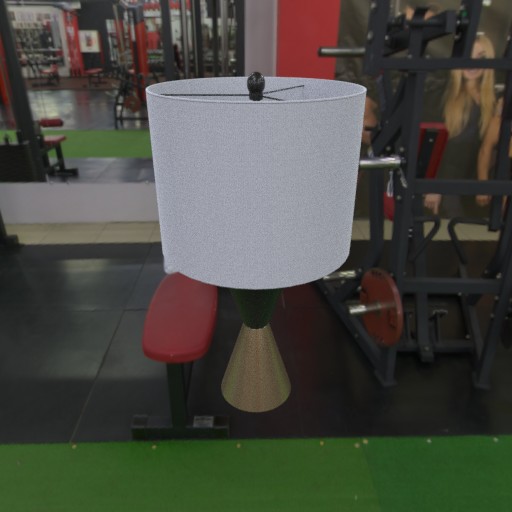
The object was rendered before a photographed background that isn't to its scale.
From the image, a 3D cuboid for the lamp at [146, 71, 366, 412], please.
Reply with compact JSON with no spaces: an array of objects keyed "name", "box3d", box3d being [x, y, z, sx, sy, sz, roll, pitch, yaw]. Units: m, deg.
[{"name":"lamp","box3d":[0.000,0.000,0.744,0.304,0.573,0.304,0,27,1]}]
